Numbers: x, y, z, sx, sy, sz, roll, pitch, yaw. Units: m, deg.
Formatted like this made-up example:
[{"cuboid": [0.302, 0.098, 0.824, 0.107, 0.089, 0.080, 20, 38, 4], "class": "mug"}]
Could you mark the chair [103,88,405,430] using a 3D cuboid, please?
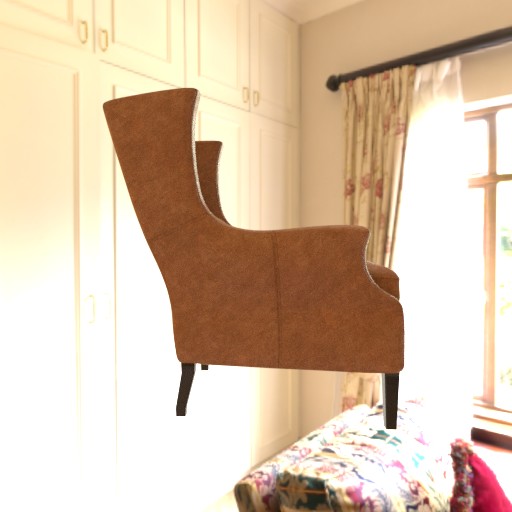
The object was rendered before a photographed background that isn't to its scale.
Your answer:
[{"cuboid": [0.000, 0.000, 1.678, 0.926, 1.016, 0.853, 0, 1, 2], "class": "chair"}]
